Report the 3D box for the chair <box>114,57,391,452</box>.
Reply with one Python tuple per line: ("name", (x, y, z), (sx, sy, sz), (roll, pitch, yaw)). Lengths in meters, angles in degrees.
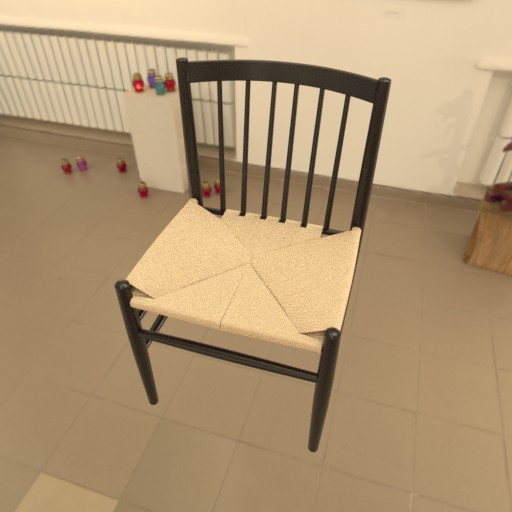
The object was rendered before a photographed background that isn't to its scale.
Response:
("chair", (0.000, 0.000, 1.117), (0.495, 0.818, 0.516), (11, 42, 13))
